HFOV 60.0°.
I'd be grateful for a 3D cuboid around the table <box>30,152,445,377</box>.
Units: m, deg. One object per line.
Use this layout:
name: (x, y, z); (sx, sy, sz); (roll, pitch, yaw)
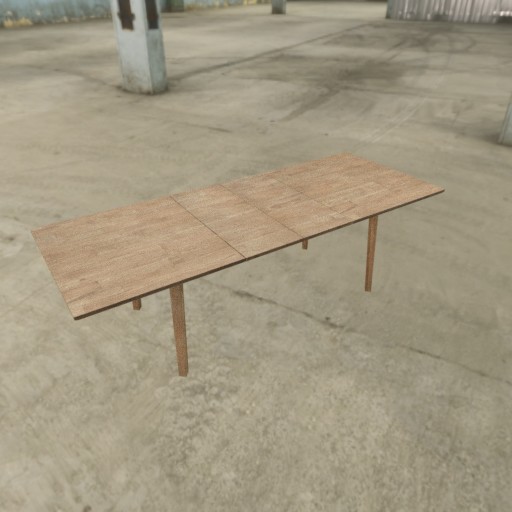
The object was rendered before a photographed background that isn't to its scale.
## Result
table: (0.000, 0.000, 3.124); (2.603, 0.752, 1.000); (-19, 36, -28)
